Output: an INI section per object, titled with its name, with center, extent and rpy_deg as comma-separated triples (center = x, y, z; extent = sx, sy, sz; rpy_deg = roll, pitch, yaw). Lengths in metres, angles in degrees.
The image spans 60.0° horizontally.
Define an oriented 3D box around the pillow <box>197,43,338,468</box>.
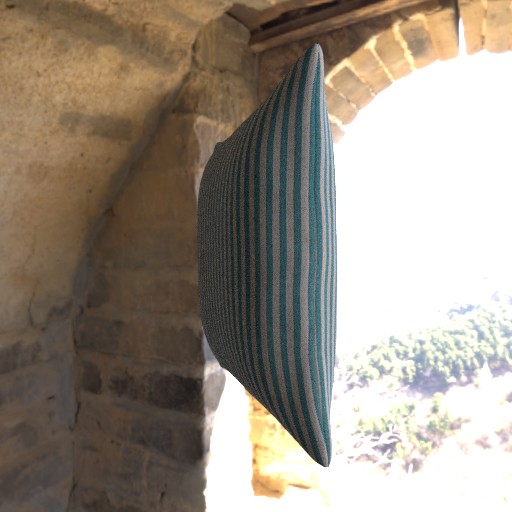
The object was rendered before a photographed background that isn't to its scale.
[pillow]
center = 0.000, 0.000, 0.767
extent = 0.166, 0.510, 0.523
rpy_deg = 0, 1, -18
